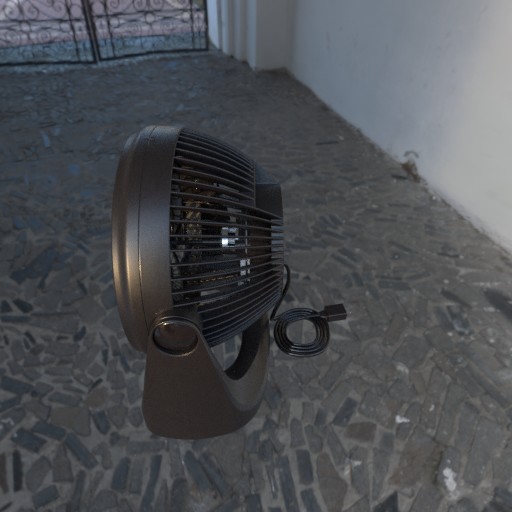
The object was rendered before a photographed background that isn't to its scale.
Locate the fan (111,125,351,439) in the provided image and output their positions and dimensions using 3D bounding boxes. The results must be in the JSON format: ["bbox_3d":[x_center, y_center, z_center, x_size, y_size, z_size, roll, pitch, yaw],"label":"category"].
[{"bbox_3d":[0.000,0.000,0.481,0.256,0.277,0.273,-1,41,-1],"label":"fan"}]
